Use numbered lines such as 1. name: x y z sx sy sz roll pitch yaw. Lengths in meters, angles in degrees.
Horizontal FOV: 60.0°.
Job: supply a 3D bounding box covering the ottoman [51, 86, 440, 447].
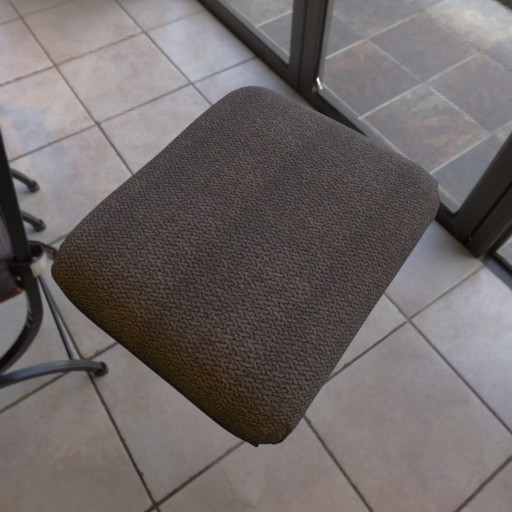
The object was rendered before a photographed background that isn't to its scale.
1. ottoman: 0.000 0.000 1.112 0.622 0.450 0.747 33 66 17
